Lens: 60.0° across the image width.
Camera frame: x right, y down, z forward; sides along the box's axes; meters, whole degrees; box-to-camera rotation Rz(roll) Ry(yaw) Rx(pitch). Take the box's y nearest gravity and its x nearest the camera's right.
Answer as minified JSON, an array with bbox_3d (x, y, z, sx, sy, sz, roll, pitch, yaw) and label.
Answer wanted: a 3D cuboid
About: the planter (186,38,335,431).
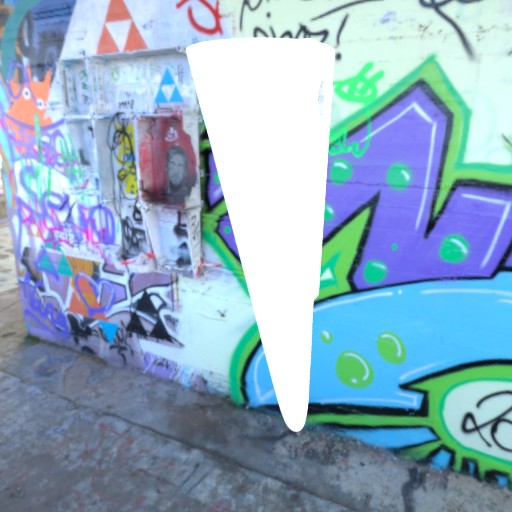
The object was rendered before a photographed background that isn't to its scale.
[{"bbox_3d":[0.000,0.000,0.226,0.064,0.193,0.057,8,19,26],"label":"planter"}]
